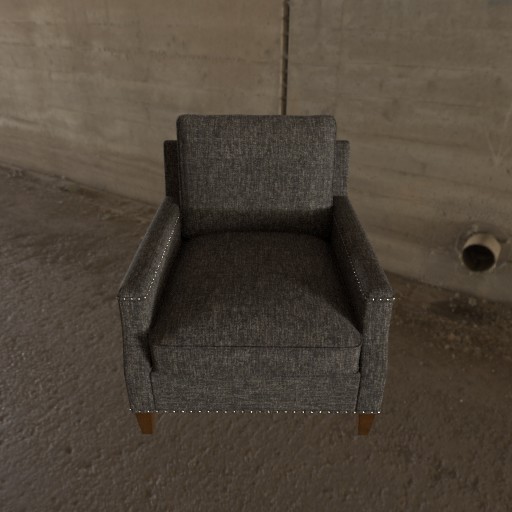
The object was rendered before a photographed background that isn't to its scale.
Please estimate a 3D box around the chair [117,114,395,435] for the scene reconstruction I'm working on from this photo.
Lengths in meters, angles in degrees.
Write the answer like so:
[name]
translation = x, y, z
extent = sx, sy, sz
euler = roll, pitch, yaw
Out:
[chair]
translation = 0.000, 0.000, 1.744
extent = 0.853, 0.943, 1.014
euler = 0, 29, 0
